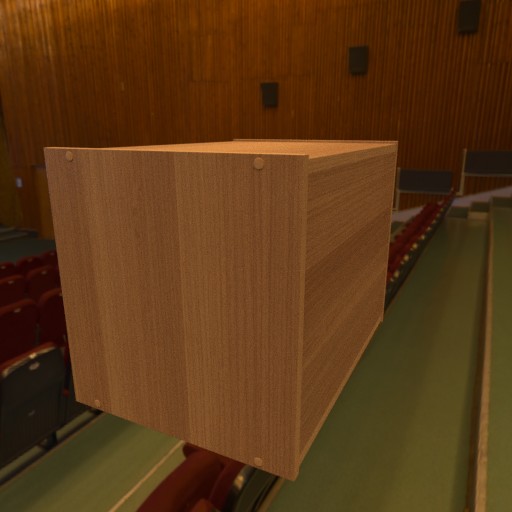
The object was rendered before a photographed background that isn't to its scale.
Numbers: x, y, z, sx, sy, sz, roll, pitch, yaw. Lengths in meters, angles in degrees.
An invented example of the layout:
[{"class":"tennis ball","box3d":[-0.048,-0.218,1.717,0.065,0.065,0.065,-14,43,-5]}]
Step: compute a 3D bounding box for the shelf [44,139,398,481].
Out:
[{"class":"shelf","box3d":[0.000,0.000,0.621,0.290,0.305,0.415,8,18,26]}]
